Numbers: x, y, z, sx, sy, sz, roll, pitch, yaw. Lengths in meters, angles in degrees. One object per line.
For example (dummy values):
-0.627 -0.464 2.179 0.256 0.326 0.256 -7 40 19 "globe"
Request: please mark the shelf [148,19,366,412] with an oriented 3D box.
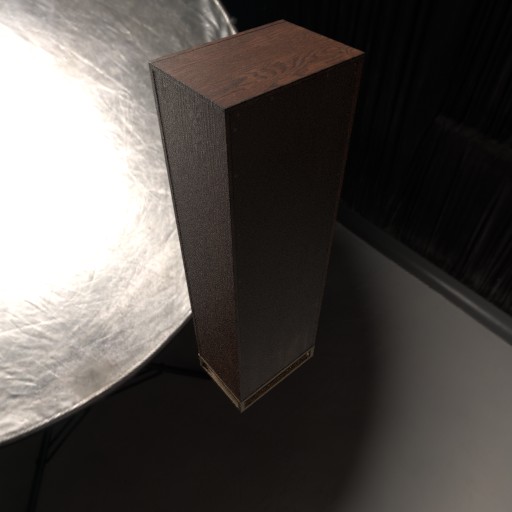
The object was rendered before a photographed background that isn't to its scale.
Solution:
0.000 0.000 1.949 0.539 1.732 0.395 -31 54 -26 "shelf"
